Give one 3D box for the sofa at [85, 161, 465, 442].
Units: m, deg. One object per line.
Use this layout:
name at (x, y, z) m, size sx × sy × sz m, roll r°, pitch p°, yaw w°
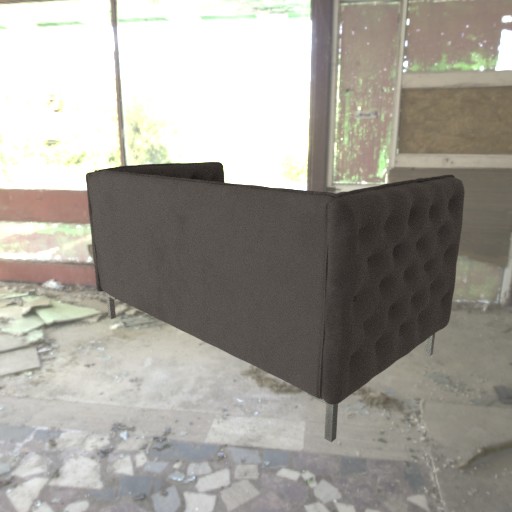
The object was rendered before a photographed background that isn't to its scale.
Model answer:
sofa at (0.000, 0.000, 2.111) m, size 1.583 × 0.810 × 0.909 m, roll 14°, pitch 21°, yaw 42°
